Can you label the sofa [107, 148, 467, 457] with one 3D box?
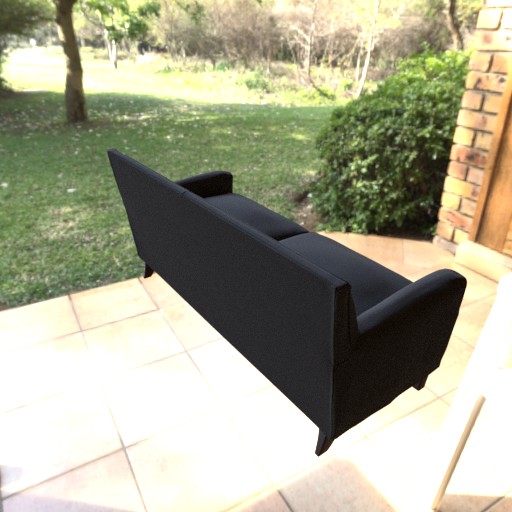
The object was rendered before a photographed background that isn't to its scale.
[{"bbox_3d":[0.000,0.000,2.425,0.843,0.907,2.002,-18,33,-31],"label":"sofa"}]
